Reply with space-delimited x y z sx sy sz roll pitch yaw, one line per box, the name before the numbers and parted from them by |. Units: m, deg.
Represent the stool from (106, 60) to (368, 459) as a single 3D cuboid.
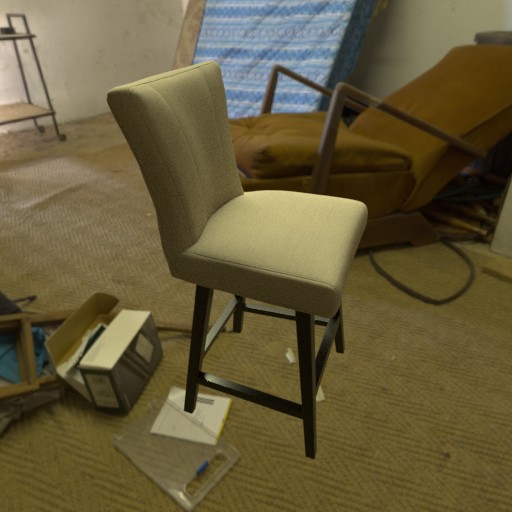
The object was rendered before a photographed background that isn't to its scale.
stool | 0.000 0.000 1.315 0.574 1.000 0.514 10 32 17
